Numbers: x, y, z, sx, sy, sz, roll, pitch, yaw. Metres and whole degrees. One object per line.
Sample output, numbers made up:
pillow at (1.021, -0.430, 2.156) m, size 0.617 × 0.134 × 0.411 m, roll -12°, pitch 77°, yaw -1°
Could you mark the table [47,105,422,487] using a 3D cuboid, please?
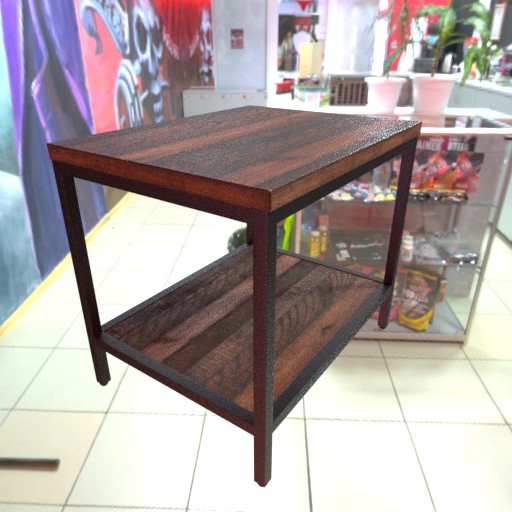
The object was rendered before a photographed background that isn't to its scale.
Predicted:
table at (0.000, 0.000, 1.111) m, size 0.524 × 0.612 × 0.678 m, roll 17°, pitch 31°, yaw 31°
